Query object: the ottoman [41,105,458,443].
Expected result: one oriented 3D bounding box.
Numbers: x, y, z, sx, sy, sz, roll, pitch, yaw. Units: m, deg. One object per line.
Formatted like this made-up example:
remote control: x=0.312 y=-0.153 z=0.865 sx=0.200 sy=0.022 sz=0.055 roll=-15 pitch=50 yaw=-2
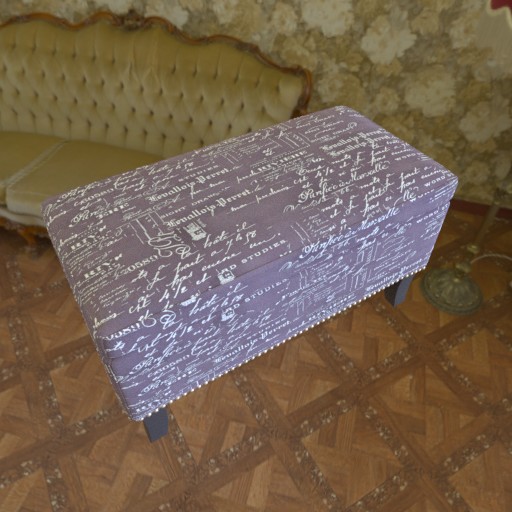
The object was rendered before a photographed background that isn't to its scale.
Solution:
ottoman: x=0.000 y=0.000 z=1.065 sx=0.813 sy=0.457 sz=0.406 roll=-24 pitch=50 yaw=-21
